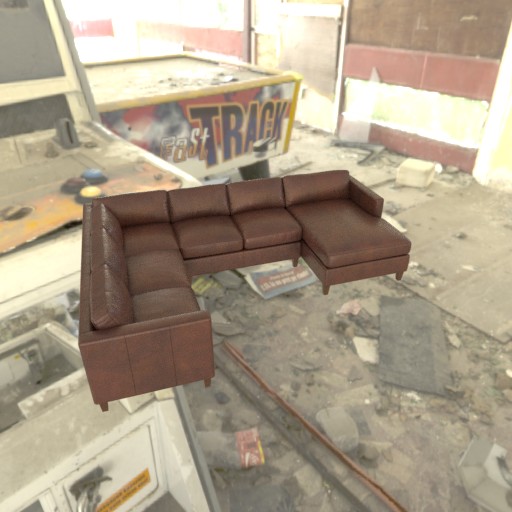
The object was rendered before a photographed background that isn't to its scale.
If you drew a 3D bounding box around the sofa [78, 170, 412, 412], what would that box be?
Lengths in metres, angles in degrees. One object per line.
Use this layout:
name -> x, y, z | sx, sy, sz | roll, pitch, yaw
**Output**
sofa -> 0.000, 0.000, 4.591 | 3.324, 0.891, 2.452 | -9, 32, -15
